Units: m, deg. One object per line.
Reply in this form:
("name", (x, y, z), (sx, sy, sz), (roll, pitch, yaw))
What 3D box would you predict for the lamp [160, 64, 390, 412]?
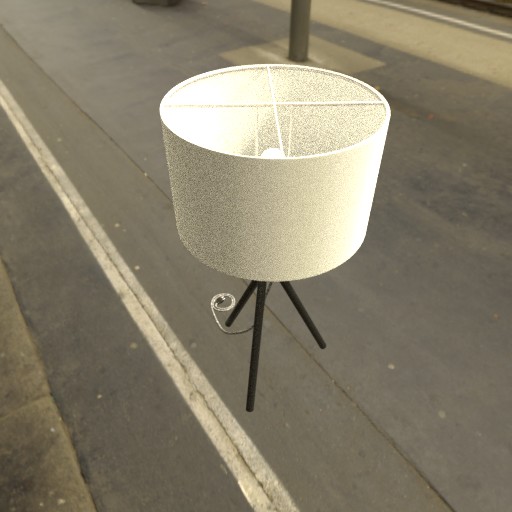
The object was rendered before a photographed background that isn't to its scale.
("lamp", (0.000, 0.000, 0.929), (0.422, 0.674, 0.353), (24, 47, 25))
